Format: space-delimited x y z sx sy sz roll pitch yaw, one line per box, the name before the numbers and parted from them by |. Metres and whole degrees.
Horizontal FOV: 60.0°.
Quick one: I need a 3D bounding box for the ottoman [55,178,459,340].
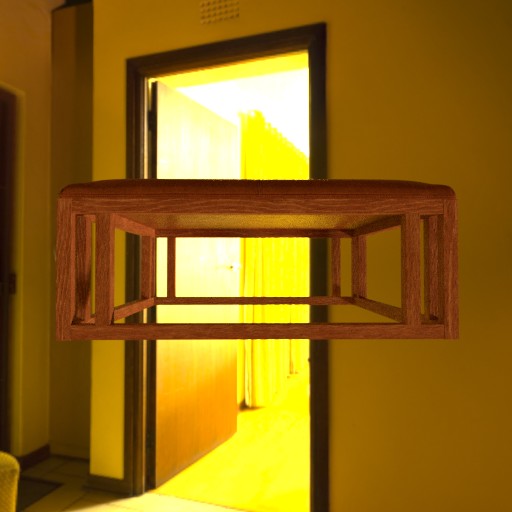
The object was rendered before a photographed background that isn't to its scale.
ottoman | 0.000 0.000 1.615 1.016 0.442 1.013 0 -1 -1
